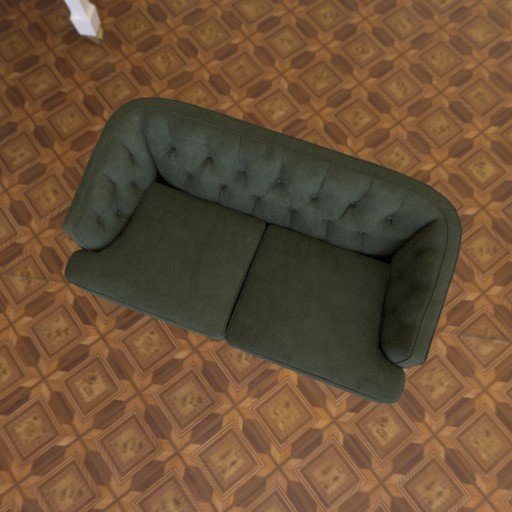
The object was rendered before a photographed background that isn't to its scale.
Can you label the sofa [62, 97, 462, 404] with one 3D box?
[{"bbox_3d":[0.000,0.000,2.253,1.733,0.855,0.941,20,74,6],"label":"sofa"}]
